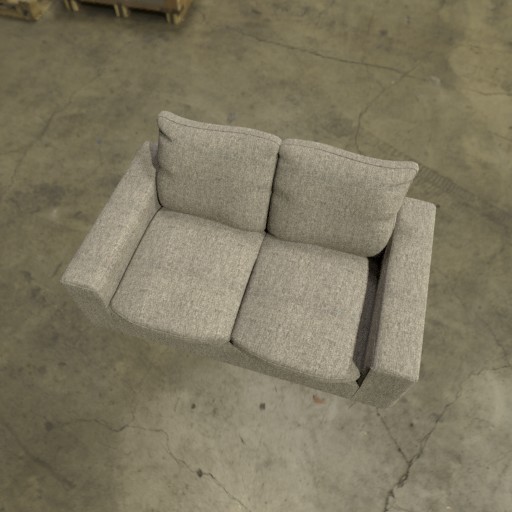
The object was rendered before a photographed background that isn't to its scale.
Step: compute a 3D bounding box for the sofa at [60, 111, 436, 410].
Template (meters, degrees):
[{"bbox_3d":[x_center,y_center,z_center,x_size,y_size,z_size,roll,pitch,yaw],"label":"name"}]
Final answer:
[{"bbox_3d":[0.000,0.000,2.382,1.758,0.877,1.094,14,59,9],"label":"sofa"}]
